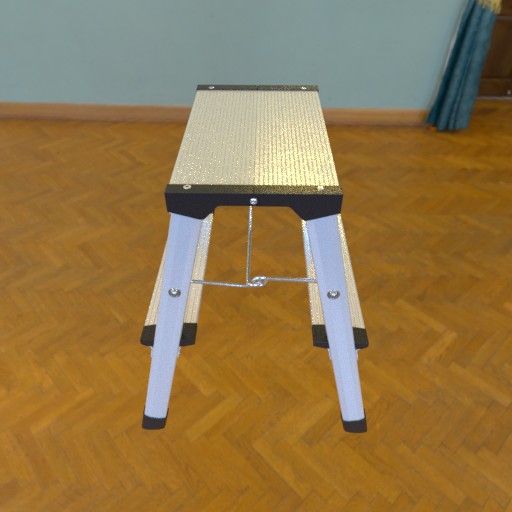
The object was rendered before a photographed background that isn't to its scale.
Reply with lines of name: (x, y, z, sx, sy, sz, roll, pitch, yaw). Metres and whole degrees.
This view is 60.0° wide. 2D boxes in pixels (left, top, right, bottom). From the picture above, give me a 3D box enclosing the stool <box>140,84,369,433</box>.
stool: (0.000, 0.000, 0.783, 0.405, 0.480, 0.404, 1, 41, 1)
